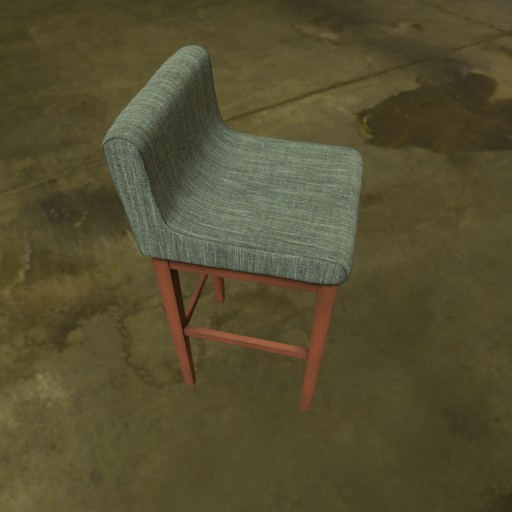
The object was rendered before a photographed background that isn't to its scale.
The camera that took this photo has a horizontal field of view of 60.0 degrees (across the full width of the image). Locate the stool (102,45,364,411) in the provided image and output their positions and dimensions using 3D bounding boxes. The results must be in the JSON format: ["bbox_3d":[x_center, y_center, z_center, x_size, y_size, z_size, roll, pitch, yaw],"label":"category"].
[{"bbox_3d":[0.000,0.000,1.237,0.499,0.965,0.426,10,48,9],"label":"stool"}]
